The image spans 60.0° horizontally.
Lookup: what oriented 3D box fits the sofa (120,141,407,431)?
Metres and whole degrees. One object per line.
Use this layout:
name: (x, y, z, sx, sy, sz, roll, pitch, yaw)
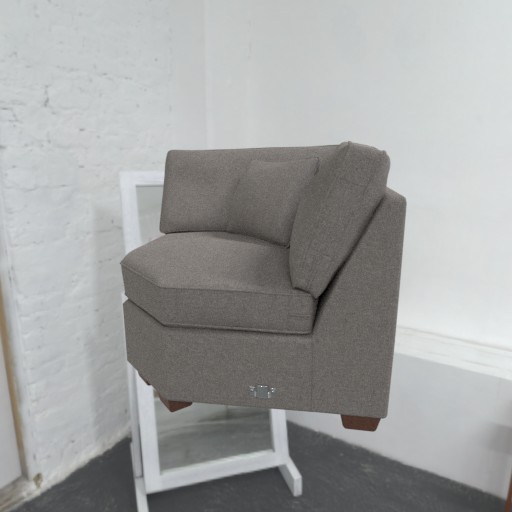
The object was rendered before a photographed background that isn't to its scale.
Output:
sofa: (0.000, 0.000, 1.890, 1.050, 0.951, 1.042, 3, 14, 10)
